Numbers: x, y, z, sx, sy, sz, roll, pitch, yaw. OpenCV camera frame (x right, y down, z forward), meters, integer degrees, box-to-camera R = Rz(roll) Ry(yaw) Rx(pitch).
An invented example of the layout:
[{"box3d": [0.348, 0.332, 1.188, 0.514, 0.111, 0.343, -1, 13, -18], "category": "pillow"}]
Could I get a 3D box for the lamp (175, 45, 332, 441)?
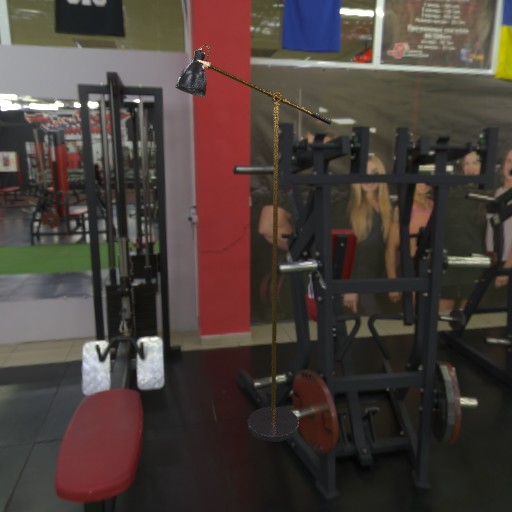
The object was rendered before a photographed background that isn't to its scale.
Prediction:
[{"box3d": [0.000, 0.000, 1.867, 0.618, 1.628, 0.235, -2, 13, -9], "category": "lamp"}]
